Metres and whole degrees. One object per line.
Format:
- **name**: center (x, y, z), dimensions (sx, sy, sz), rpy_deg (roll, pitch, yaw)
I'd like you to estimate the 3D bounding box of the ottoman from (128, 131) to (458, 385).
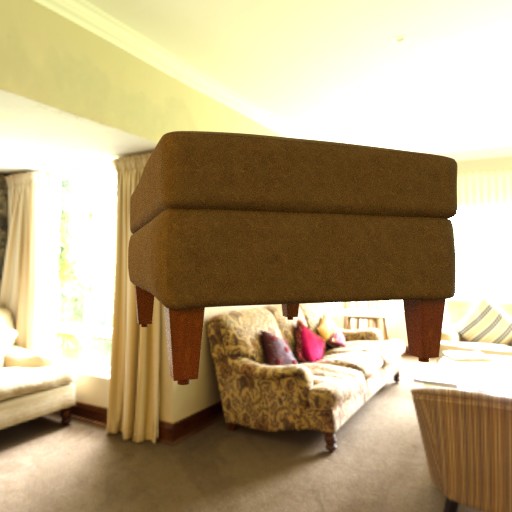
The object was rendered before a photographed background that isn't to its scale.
- **ottoman**: center (0.000, 0.000, 1.220), dimensions (0.639, 0.464, 0.839), rpy_deg (0, -1, -20)
